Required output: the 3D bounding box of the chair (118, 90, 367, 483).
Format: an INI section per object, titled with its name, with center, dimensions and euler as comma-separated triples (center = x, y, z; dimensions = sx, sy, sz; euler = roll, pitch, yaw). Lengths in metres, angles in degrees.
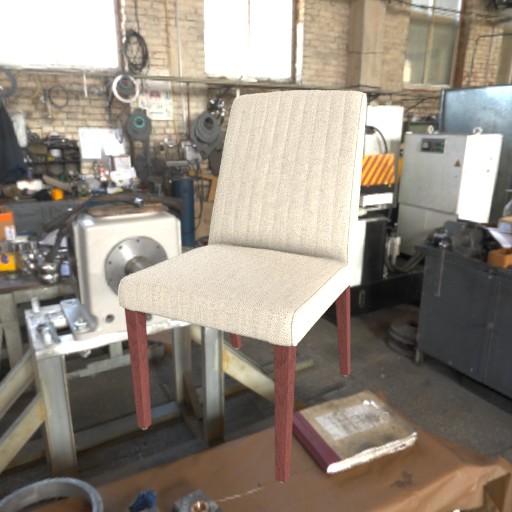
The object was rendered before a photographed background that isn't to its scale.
[chair]
center = 0.000, 0.000, 1.230
dimensions = 0.480, 0.900, 0.594
euler = 8, 18, 26
